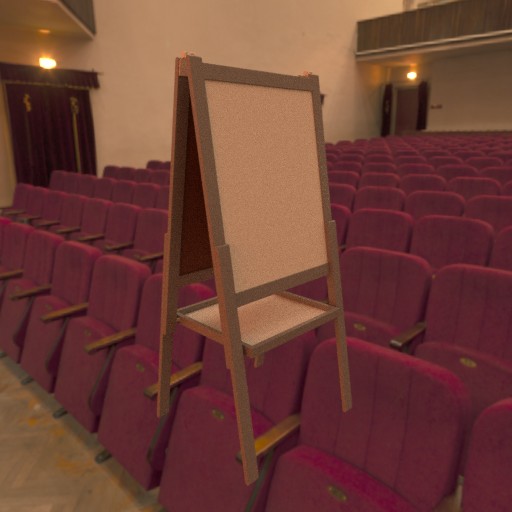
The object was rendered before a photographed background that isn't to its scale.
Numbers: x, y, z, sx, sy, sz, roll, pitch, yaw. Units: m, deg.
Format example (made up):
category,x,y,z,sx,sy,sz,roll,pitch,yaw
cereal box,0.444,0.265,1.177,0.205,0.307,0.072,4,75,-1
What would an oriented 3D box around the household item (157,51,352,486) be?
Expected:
category,x,y,z,sx,sy,sz,roll,pitch,yaw
household item,0.000,0.000,1.452,0.469,1.172,0.531,14,21,43
